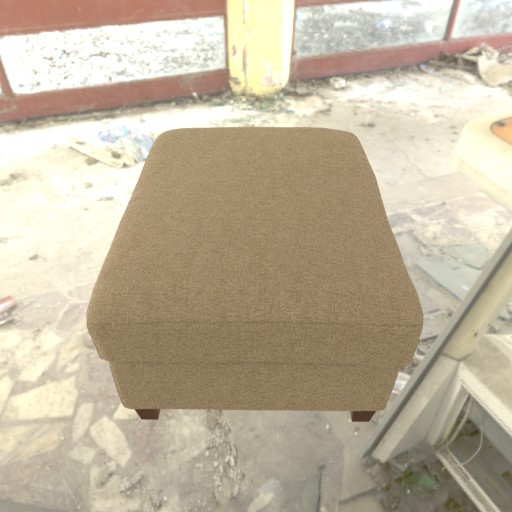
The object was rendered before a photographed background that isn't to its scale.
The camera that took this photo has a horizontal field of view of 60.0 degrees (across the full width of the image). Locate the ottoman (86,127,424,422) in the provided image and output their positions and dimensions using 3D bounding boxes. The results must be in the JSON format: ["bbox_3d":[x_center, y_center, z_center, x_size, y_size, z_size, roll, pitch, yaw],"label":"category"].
[{"bbox_3d":[0.000,0.000,1.318,0.692,0.511,0.889,0,40,0],"label":"ottoman"}]
